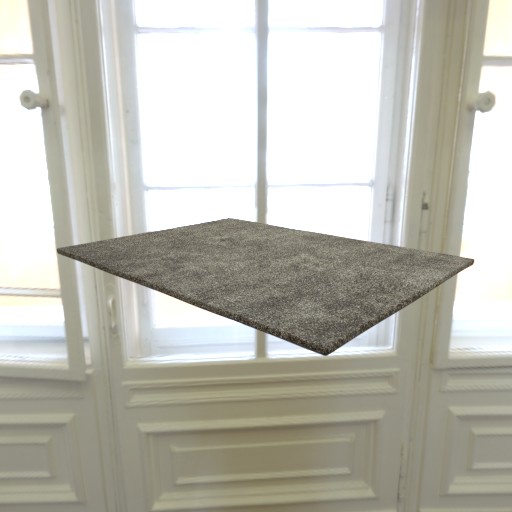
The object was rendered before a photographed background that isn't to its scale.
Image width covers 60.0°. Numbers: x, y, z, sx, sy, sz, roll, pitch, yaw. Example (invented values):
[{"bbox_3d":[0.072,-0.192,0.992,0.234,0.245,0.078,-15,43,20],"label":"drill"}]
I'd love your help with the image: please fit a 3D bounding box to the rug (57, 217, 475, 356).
[{"bbox_3d":[0.000,0.000,2.110,1.601,0.025,1.198,13,20,41],"label":"rug"}]
